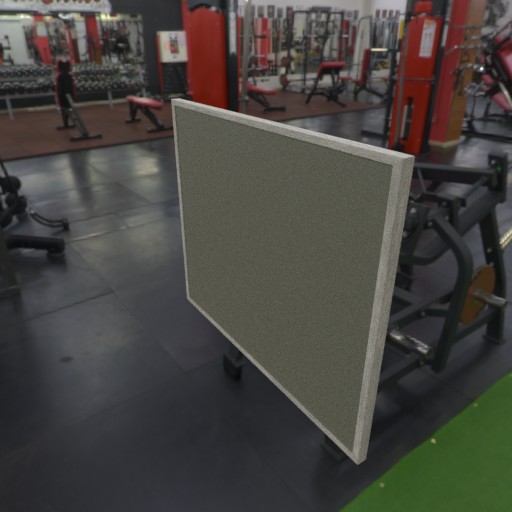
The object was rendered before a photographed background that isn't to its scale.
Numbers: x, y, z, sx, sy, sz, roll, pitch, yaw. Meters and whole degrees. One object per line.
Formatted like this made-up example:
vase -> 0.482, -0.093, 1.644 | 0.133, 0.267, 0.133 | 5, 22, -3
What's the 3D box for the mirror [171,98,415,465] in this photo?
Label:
mirror -> 0.000, 0.000, 1.147 | 0.028, 0.689, 0.839 | -17, 31, -30
